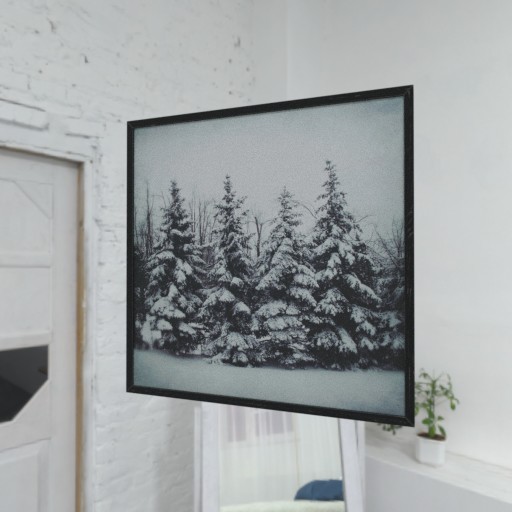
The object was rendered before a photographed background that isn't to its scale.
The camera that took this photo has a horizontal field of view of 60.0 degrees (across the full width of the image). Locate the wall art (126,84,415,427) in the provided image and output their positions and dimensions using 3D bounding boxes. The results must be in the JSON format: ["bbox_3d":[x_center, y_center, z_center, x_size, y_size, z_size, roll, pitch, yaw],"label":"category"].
[{"bbox_3d":[0.000,0.000,1.131,0.761,0.761,0.037,0,-1,20],"label":"wall art"}]
